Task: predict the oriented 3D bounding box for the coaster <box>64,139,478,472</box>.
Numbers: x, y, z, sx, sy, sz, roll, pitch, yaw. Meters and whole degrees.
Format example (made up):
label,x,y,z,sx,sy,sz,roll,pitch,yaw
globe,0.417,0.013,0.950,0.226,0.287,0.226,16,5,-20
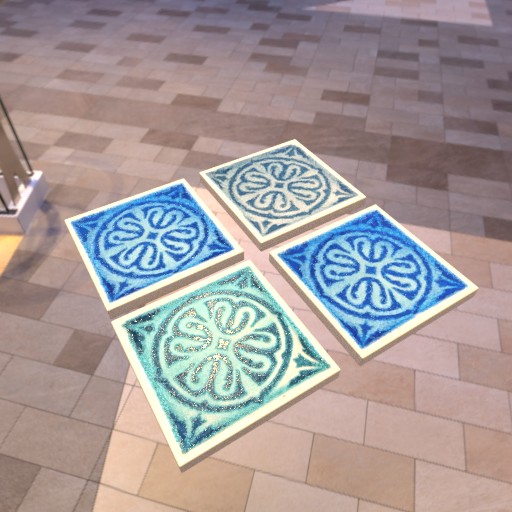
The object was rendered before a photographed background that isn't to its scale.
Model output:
label,x,y,z,sx,sy,sz,roll,pitch,yaw
coaster,0.000,0.000,0.323,0.219,0.010,0.214,-24,51,-21
